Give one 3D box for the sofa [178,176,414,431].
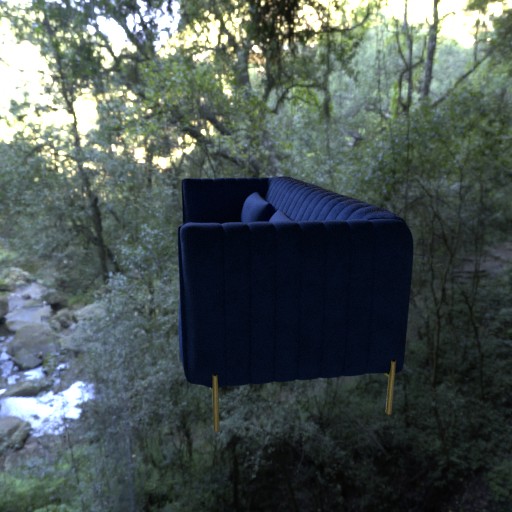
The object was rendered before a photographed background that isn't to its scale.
[{"bbox_3d":[0.000,0.000,2.617,0.896,0.793,2.136,-2,15,-9],"label":"sofa"}]
